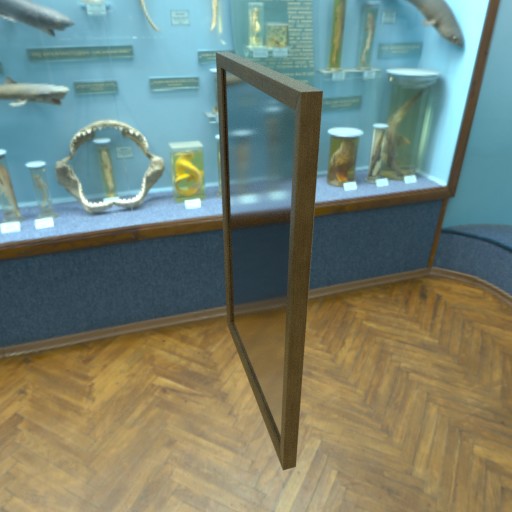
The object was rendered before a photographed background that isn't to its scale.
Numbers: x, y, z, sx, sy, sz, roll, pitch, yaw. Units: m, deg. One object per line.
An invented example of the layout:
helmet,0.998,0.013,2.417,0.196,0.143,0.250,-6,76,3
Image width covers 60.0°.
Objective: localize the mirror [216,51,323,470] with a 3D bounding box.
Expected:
mirror,0.000,0.000,1.153,0.040,0.915,0.609,-9,31,-14
